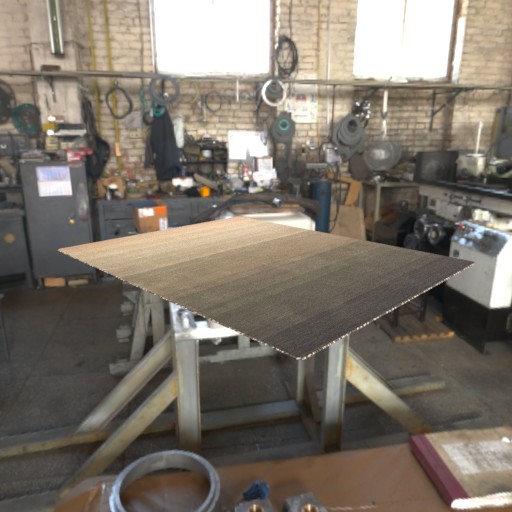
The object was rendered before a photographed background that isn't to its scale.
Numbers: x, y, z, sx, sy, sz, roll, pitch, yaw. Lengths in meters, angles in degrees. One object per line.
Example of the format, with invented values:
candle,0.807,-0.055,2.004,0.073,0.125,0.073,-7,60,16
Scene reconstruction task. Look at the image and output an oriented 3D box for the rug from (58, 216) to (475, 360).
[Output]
rug,0.000,0.000,3.896,2.902,0.017,2.306,15,22,43
